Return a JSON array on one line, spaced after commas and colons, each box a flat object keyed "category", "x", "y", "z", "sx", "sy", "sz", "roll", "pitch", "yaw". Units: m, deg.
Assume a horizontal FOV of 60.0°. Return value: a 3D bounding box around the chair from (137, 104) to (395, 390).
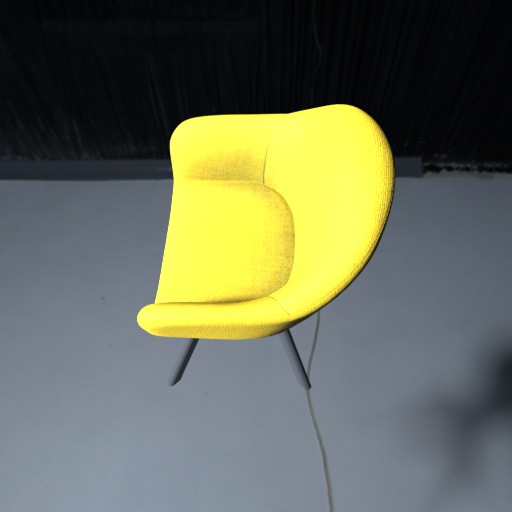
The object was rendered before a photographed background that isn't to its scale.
[{"category": "chair", "x": 0.000, "y": 0.000, "z": 1.200, "sx": 0.550, "sy": 0.795, "sz": 0.590, "roll": 1, "pitch": 58, "yaw": 1}]
